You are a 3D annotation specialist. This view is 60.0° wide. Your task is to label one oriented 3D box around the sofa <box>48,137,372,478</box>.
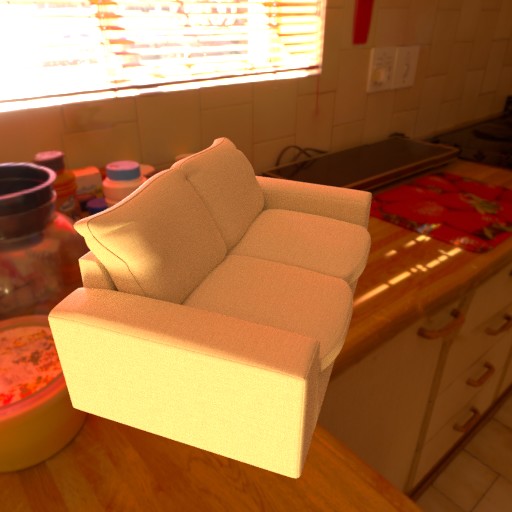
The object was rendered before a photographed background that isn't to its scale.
[{"bbox_3d":[0.000,0.000,2.310,1.091,0.875,1.754,10,31,17],"label":"sofa"}]
